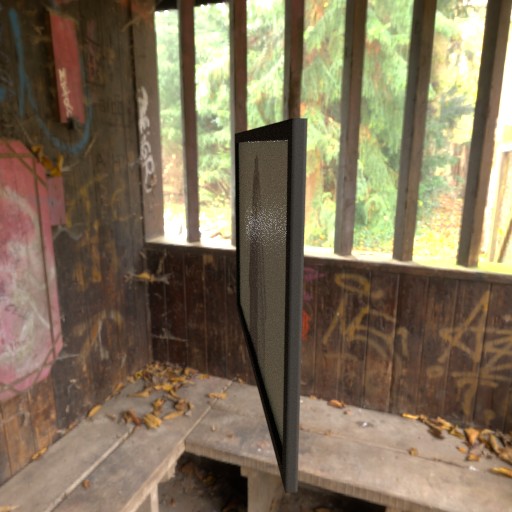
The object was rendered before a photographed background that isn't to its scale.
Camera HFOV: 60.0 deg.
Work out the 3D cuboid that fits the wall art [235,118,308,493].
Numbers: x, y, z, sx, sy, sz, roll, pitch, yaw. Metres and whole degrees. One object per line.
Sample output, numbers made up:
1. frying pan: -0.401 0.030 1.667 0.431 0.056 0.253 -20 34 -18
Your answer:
1. wall art: 0.000 0.000 1.192 0.026 0.656 0.958 -2 14 -7
